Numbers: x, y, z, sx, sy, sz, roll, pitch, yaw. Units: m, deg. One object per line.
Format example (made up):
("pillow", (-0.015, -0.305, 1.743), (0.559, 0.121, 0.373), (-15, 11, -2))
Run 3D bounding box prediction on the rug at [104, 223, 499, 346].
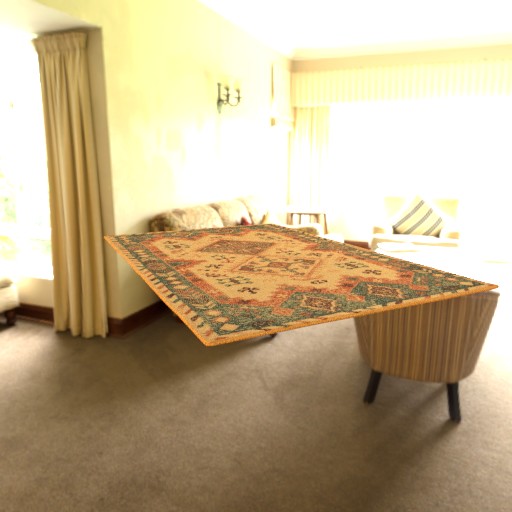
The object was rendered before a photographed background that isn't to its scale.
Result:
("rug", (0.000, 0.000, 2.260), (1.225, 0.015, 1.840), (-6, 14, -26))
